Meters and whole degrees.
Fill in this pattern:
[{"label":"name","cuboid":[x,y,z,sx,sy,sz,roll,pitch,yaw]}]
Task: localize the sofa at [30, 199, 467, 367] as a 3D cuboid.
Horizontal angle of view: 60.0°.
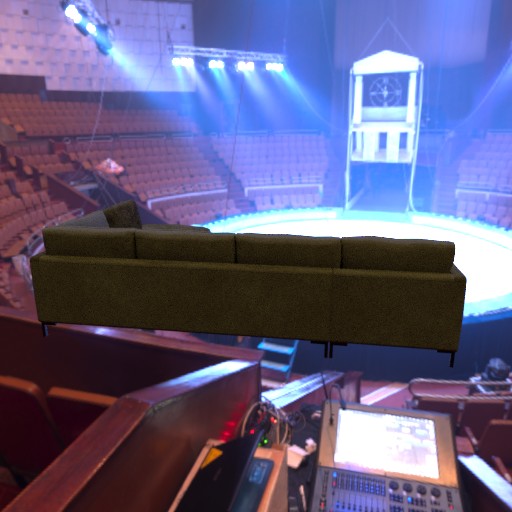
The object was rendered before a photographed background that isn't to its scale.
[{"label":"sofa","cuboid":[0.000,0.000,3.260,2.486,0.687,1.707,2,16,9]}]
